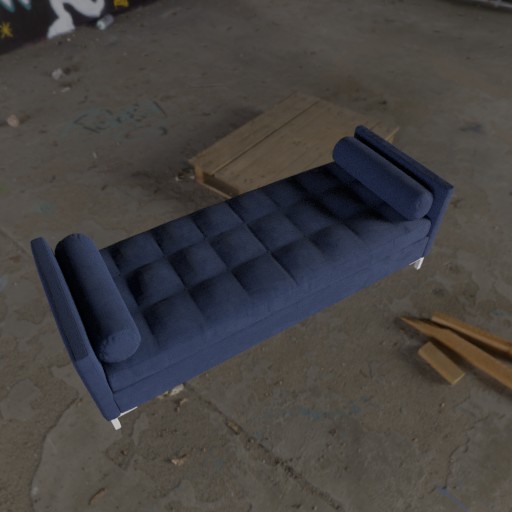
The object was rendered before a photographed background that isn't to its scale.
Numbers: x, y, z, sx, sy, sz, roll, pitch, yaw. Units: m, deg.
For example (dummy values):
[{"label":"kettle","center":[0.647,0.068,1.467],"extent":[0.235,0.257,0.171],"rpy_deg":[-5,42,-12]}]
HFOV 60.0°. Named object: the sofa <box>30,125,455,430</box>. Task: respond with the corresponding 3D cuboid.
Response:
[{"label":"sofa","center":[0.000,0.000,2.493],"extent":[2.102,0.657,0.797],"rpy_deg":[-24,51,-21]}]
